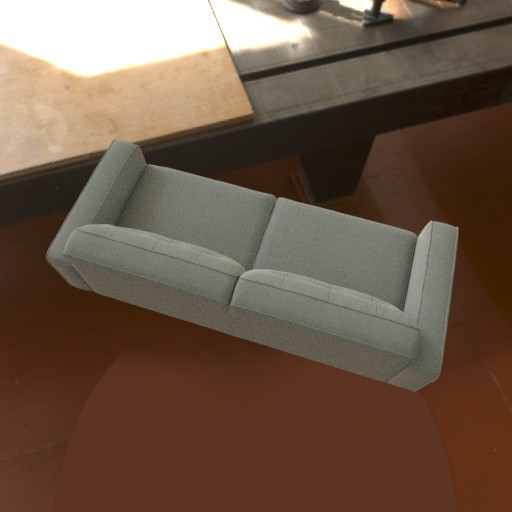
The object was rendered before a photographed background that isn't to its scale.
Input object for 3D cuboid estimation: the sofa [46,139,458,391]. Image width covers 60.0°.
[{"bbox_3d":[0.000,0.000,2.726,2.270,0.781,0.956,16,64,8],"label":"sofa"}]
